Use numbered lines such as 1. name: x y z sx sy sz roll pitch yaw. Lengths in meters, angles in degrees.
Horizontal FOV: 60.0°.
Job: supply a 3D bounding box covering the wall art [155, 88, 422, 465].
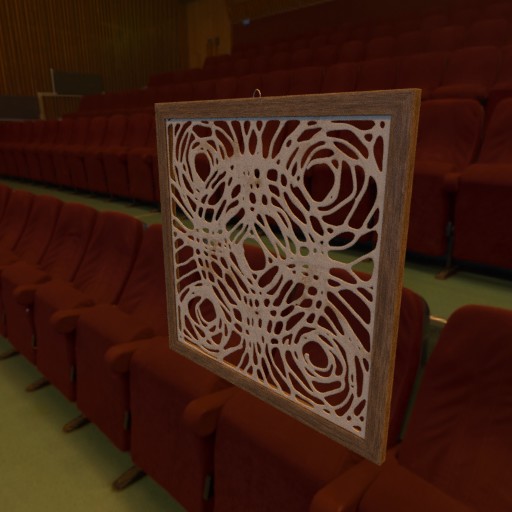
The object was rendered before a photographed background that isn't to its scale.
1. wall art: 0.000 0.000 0.813 0.561 0.576 0.021 15 22 42
